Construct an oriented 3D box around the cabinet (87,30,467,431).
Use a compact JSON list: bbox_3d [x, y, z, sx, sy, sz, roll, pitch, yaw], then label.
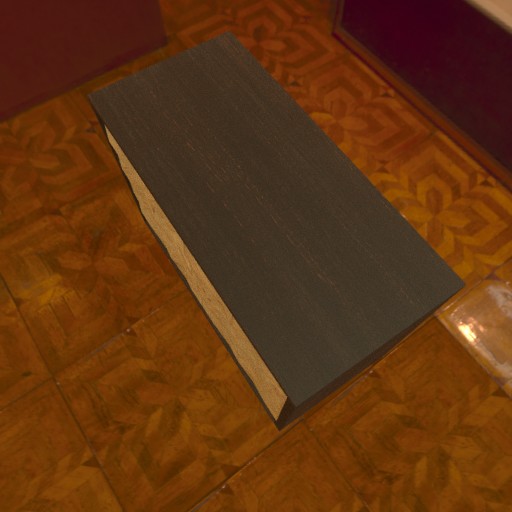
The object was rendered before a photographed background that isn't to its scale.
[{"bbox_3d":[0.000,0.000,1.451,0.451,0.860,0.950,-31,69,-14],"label":"cabinet"}]
